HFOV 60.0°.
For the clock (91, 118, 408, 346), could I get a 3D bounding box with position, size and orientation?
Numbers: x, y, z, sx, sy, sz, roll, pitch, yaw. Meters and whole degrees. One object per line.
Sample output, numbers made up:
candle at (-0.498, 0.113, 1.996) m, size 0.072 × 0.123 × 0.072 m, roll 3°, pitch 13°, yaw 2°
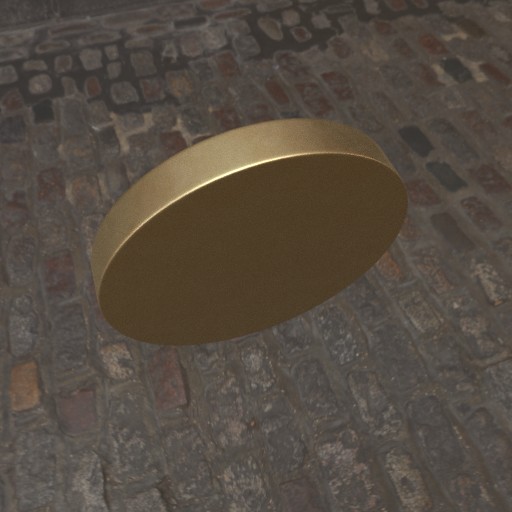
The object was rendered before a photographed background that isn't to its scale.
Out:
clock at (0.000, 0.000, 0.452) m, size 0.314 × 0.314 × 0.040 m, roll -17°, pitch 60°, yaw -10°
